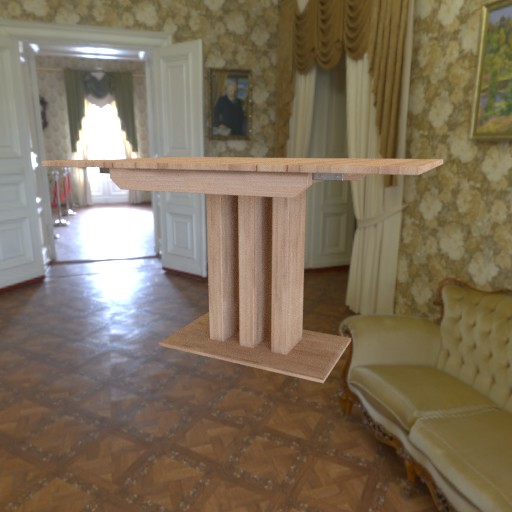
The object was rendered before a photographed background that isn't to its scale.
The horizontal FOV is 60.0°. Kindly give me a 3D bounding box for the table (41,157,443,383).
[{"bbox_3d":[0.000,0.000,1.818,1.300,0.770,0.900,6,15,25],"label":"table"}]
